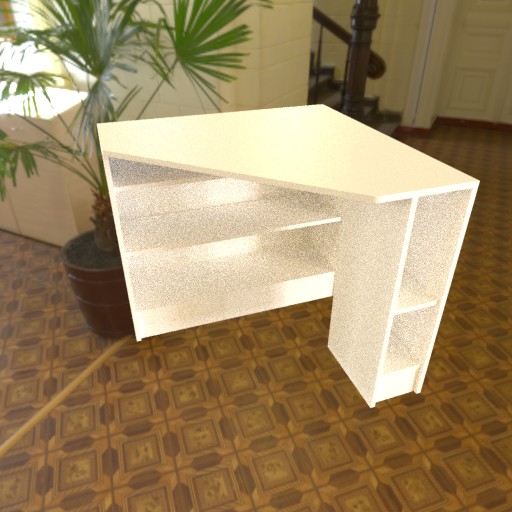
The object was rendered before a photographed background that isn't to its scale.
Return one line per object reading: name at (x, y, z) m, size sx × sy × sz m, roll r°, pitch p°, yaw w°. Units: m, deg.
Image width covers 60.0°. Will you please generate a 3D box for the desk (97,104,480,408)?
desk at (0.000, 0.000, 1.635) m, size 0.940 × 0.818 × 0.926 m, roll -10°, pitch 33°, yaw -16°
